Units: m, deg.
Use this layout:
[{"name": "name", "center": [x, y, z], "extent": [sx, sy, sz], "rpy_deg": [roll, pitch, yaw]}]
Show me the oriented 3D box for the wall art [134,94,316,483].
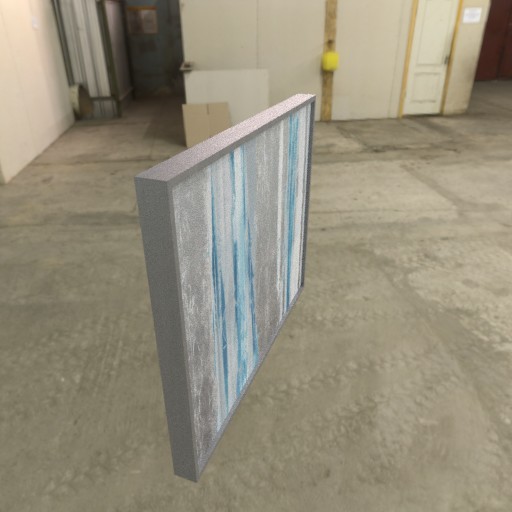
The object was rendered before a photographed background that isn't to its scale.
[{"name": "wall art", "center": [0.000, 0.000, 0.760], "extent": [0.037, 0.450, 0.557], "rpy_deg": [11, 30, 19]}]
